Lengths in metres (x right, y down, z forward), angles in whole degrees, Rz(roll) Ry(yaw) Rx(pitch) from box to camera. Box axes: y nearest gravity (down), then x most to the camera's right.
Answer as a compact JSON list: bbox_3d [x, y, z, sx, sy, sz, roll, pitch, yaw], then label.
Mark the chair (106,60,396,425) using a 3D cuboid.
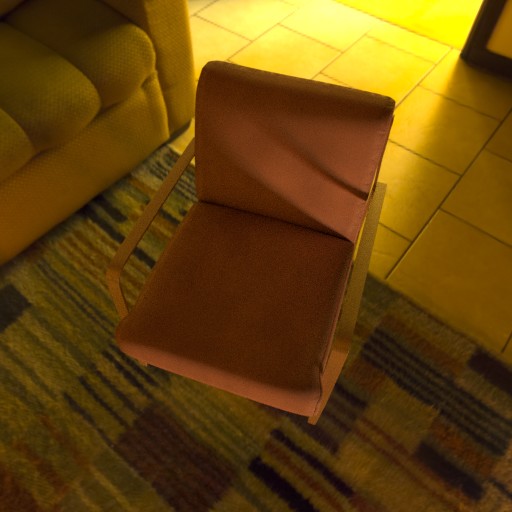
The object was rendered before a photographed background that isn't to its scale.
[{"bbox_3d":[0.000,0.000,1.482,0.701,0.823,0.848,16,59,10],"label":"chair"}]
